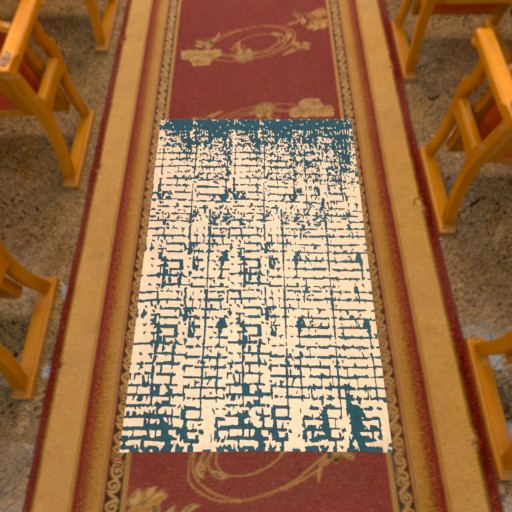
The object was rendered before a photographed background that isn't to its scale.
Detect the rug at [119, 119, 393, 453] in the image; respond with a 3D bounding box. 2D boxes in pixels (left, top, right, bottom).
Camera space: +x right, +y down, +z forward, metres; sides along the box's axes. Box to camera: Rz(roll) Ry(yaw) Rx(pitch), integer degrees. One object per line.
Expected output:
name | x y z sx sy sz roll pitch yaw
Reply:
rug | 0.000 0.000 2.998 1.517 0.011 2.435 0 64 0
